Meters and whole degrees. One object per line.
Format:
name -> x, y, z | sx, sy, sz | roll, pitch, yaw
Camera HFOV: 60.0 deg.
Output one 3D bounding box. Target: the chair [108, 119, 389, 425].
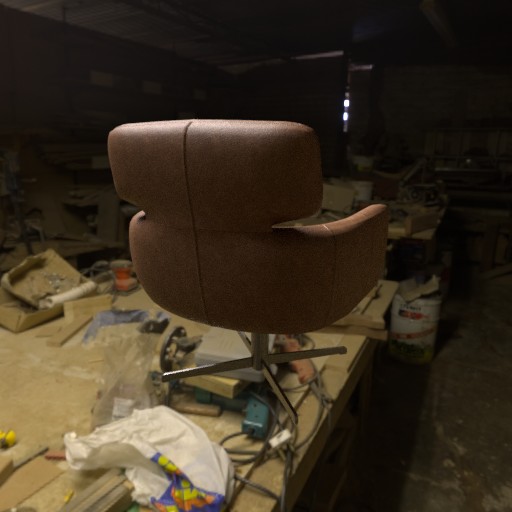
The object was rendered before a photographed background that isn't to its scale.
chair -> 0.000, 0.000, 1.410 | 0.706, 0.812, 0.715 | 8, 17, 27
